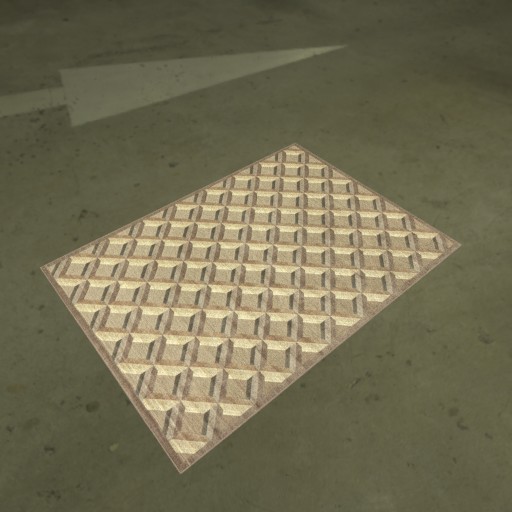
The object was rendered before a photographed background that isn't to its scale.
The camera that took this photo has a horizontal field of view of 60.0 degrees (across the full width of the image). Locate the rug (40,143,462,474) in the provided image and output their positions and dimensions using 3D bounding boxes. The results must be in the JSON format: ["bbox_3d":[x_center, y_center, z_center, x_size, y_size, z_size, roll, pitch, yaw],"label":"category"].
[{"bbox_3d":[0.000,0.000,4.252,3.294,0.018,2.382,-31,54,-26],"label":"rug"}]
